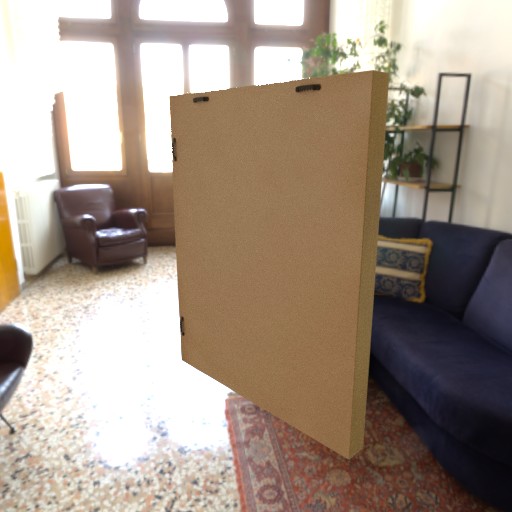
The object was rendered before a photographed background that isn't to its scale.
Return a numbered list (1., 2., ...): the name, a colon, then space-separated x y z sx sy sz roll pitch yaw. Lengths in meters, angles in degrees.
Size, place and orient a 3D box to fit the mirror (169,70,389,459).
1. mirror: 0.000 0.000 0.706 0.041 0.508 0.405 -14 20 -42
